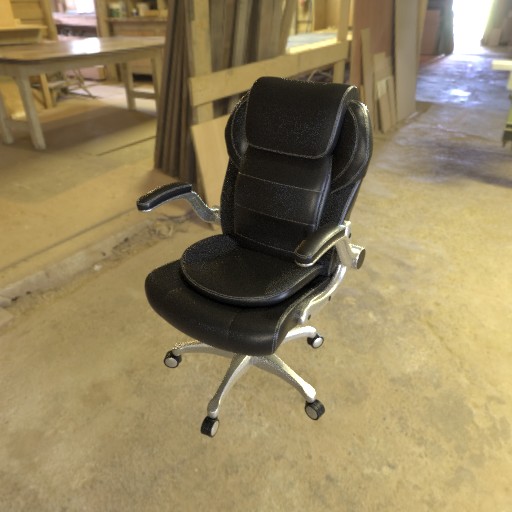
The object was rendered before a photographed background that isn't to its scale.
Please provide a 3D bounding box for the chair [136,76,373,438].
[{"bbox_3d":[0.000,0.000,1.643,0.724,1.141,0.801,19,35,29],"label":"chair"}]
